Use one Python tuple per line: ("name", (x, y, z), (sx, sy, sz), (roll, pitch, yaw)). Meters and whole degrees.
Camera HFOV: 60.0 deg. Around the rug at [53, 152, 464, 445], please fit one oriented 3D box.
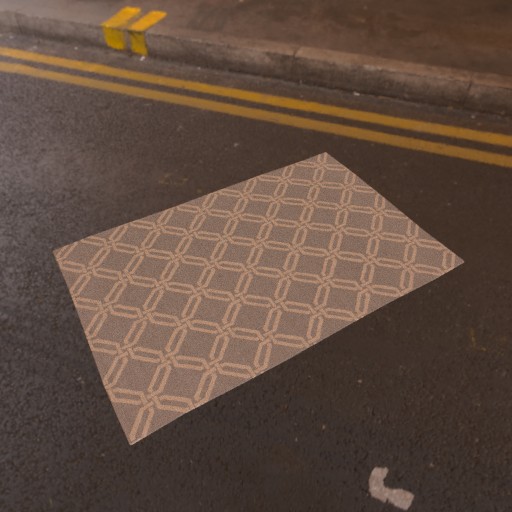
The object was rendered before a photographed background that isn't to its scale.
("rug", (0.000, 0.000, 2.233), (1.754, 0.010, 1.148), (-24, 51, -21))
